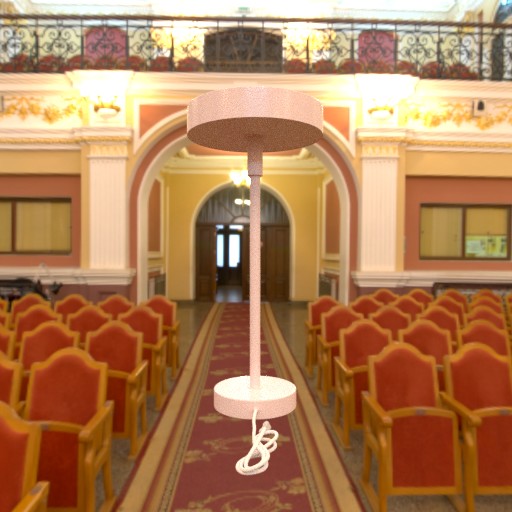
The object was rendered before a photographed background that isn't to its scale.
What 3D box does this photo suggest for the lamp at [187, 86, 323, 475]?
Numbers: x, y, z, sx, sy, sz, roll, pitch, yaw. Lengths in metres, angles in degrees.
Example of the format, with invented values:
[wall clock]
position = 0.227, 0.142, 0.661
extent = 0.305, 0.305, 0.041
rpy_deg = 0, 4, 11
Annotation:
[lamp]
position = 0.000, 0.000, 0.685
extent = 0.229, 0.508, 0.369
rpy_deg = 0, 0, -1
